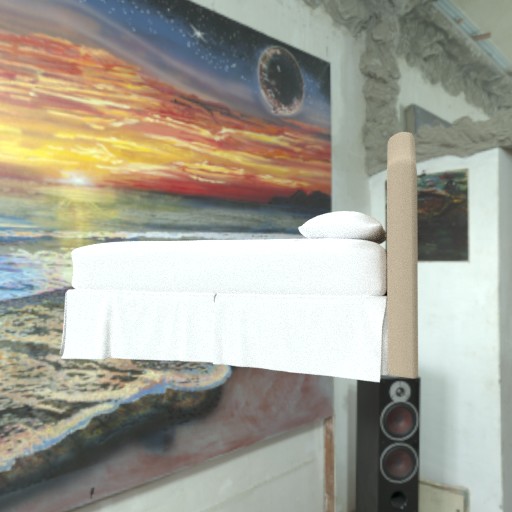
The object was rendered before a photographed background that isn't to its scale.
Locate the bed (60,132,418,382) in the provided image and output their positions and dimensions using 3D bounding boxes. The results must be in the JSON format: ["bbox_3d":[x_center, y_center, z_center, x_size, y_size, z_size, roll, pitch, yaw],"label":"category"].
[{"bbox_3d":[0.000,0.000,3.319,2.204,1.301,1.828,0,-1,18],"label":"bed"}]
